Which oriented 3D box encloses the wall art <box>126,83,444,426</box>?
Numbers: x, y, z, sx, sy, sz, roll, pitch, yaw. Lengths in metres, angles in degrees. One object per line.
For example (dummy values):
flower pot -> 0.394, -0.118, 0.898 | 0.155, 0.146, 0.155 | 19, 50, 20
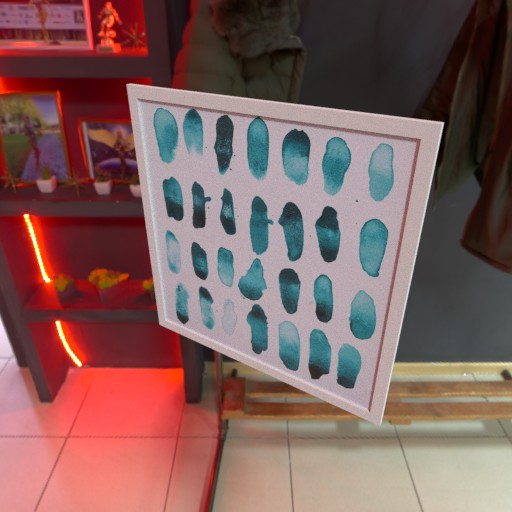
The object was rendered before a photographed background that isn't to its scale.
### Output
wall art -> 0.000, 0.000, 0.676 | 0.456, 0.457, 0.009 | 18, 34, 28
